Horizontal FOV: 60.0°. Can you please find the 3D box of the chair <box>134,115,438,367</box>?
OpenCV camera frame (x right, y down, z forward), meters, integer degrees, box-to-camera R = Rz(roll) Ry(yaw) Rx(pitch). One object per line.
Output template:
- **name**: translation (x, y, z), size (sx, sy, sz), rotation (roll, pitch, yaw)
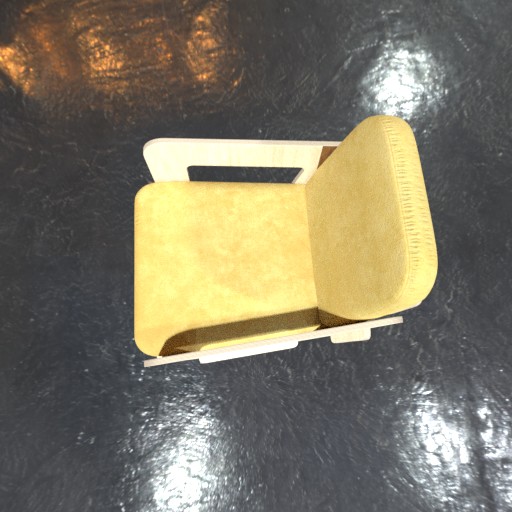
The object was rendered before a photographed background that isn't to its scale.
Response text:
- **chair**: translation (0.000, 0.000, 1.277), size (0.710, 0.800, 0.590), rotation (-4, 74, -1)
